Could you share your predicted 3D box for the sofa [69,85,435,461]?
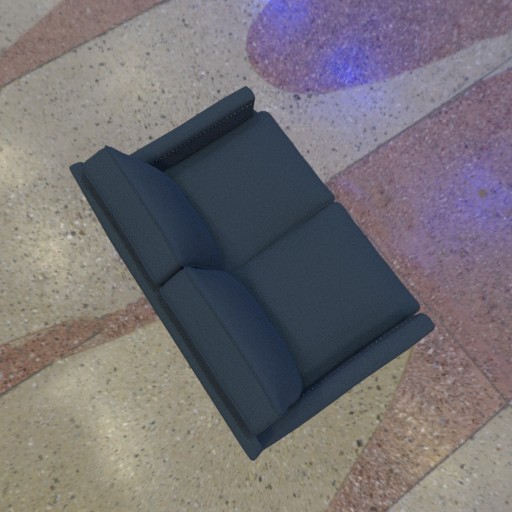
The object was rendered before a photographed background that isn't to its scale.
[{"bbox_3d":[0.000,0.000,2.273,1.084,1.003,1.597,-33,77,-9],"label":"sofa"}]
